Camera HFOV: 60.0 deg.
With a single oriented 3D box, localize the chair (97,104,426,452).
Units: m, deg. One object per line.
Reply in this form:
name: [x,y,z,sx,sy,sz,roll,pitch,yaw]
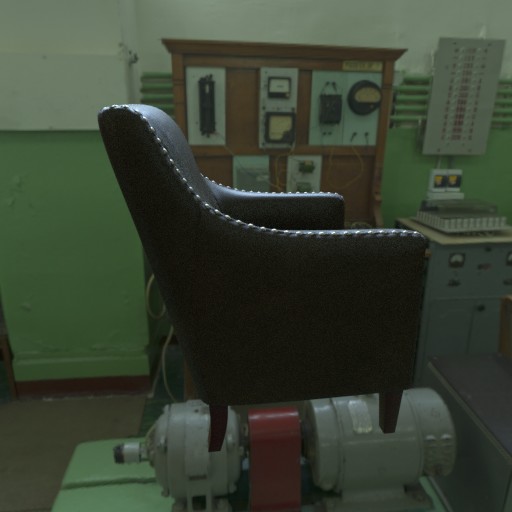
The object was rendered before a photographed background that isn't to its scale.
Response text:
chair: [0.000,0.000,1.263,0.704,0.813,0.639,-2,17,-8]
